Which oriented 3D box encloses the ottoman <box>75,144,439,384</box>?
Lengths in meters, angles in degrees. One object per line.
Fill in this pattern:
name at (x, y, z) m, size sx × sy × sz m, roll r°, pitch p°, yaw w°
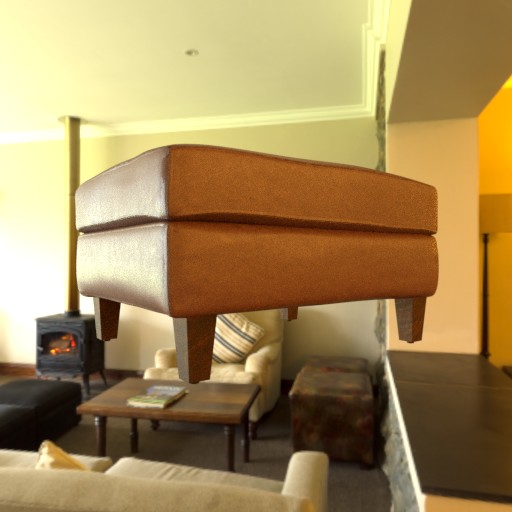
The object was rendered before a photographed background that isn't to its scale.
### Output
ottoman at (0.000, 0.000, 1.255) m, size 0.851 × 0.485 × 0.650 m, roll 0°, pitch 0°, yaw -36°
